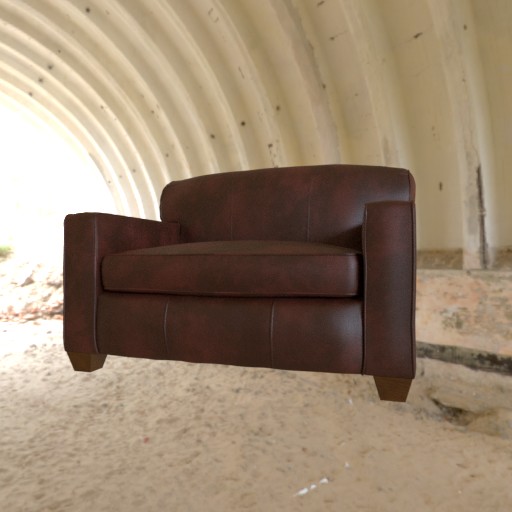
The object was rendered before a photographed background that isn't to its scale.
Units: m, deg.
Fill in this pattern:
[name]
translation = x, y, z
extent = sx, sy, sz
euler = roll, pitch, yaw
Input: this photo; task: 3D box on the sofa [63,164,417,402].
[sofa]
translation = 0.000, 0.000, 2.043
extent = 1.413, 0.956, 1.000
euler = 0, 0, 18
